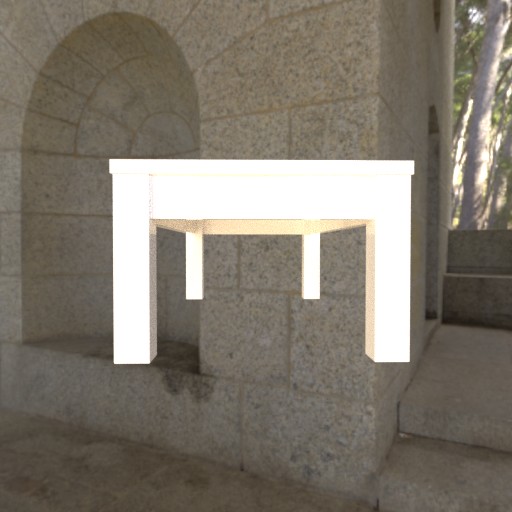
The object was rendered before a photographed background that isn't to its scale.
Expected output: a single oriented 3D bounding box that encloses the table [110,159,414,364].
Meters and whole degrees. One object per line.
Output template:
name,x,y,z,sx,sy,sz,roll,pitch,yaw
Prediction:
table,0.000,0.000,1.696,0.700,0.470,1.350,0,1,-1
